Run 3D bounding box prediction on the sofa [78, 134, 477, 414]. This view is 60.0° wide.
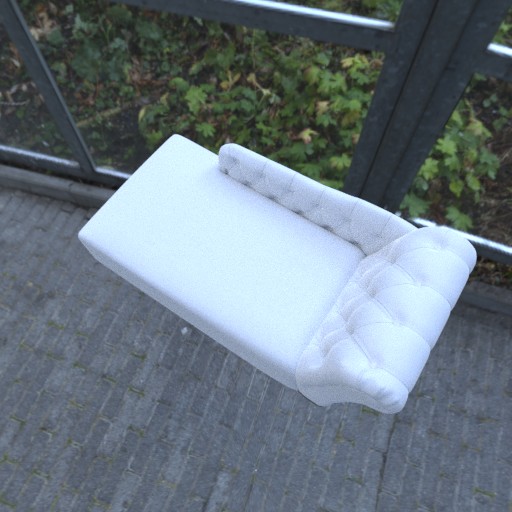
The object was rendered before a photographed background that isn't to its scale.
[{"bbox_3d":[0.000,0.000,1.791,1.379,0.787,0.675,31,68,14],"label":"sofa"}]
